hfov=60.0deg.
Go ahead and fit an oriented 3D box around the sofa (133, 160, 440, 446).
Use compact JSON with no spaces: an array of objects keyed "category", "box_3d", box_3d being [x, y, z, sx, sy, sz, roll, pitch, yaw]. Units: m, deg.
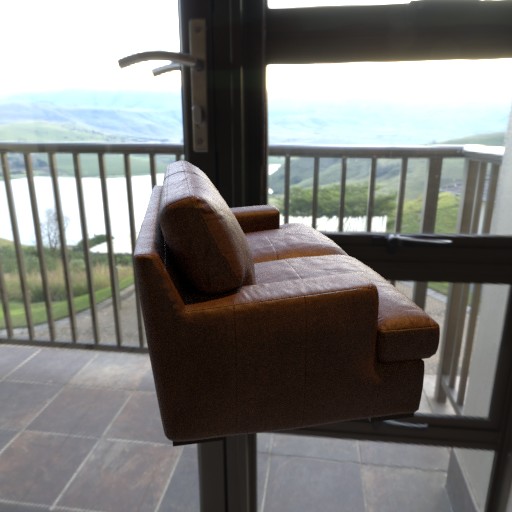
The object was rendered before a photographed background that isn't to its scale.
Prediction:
[{"category":"sofa","box_3d":[0.000,0.000,2.442,1.143,0.939,1.880,-3,17,-10]}]
